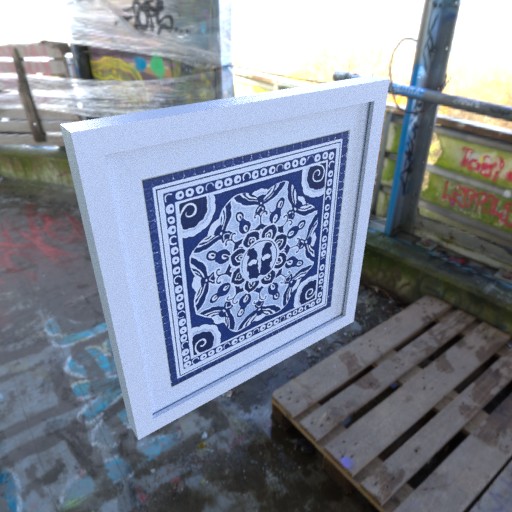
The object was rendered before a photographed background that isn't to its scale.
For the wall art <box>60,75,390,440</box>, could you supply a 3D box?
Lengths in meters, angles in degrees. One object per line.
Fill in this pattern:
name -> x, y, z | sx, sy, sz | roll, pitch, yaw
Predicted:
wall art -> 0.000, 0.000, 0.515 | 0.355, 0.355, 0.027 | -21, 37, -30
